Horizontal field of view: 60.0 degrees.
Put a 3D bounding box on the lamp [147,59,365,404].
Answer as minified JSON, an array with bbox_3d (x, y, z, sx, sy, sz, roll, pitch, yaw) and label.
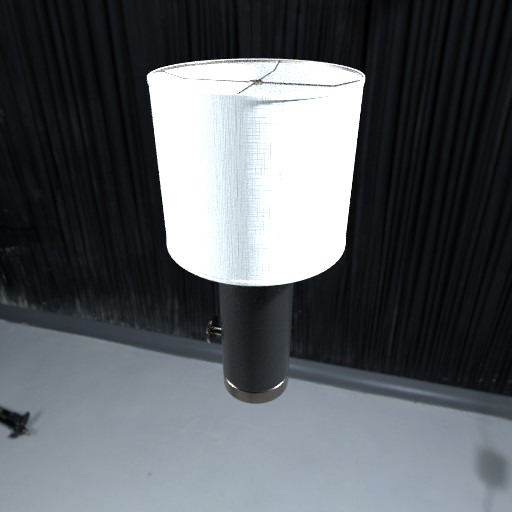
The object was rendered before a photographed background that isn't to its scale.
[{"bbox_3d":[0.000,0.000,0.624,0.240,0.482,0.241,8,32,13],"label":"lamp"}]
